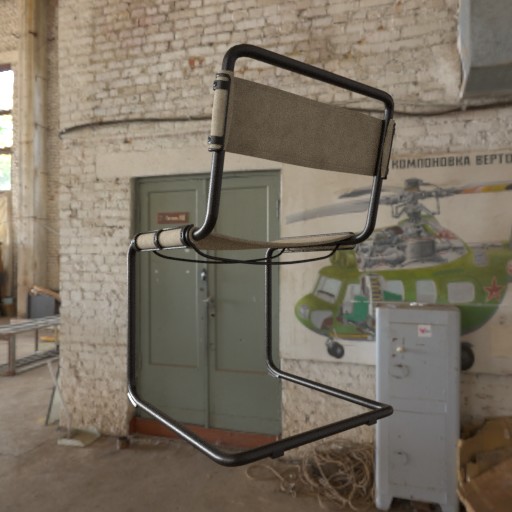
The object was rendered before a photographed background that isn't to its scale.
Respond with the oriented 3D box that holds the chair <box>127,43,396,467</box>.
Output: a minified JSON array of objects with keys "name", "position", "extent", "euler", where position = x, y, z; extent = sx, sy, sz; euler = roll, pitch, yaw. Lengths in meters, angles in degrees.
[{"name":"chair","position":[0.000,0.000,1.086],"extent":[0.499,0.747,0.497],"euler":[0,0,-37]}]
